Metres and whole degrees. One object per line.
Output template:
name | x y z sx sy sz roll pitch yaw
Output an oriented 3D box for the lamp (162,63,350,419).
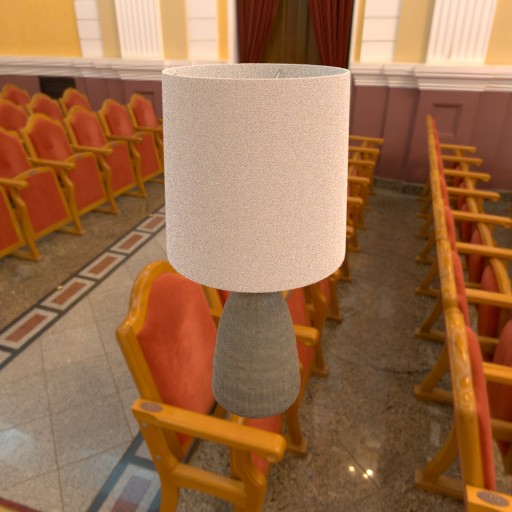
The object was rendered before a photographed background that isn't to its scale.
lamp | 0.000 0.000 0.476 0.186 0.369 0.186 0 27 0
